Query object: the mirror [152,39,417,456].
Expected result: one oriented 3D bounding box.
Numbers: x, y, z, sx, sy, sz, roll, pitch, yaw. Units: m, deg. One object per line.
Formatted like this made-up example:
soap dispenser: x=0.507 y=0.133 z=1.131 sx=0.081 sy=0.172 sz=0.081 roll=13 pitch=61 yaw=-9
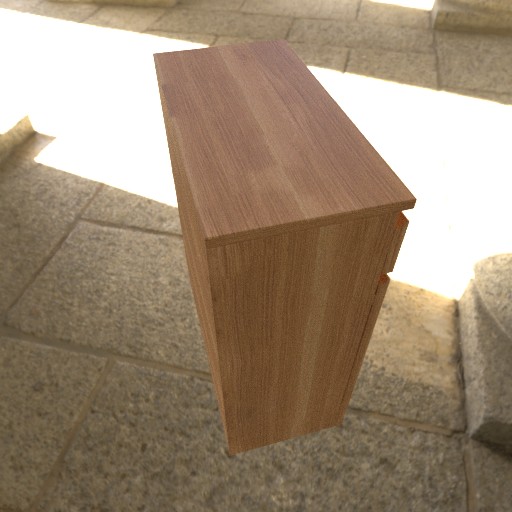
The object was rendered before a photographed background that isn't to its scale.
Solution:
mirror: x=0.000 y=0.000 z=1.410 sx=0.400 sy=1.000 sz=0.800 roll=-11 pitch=47 yaw=-11
